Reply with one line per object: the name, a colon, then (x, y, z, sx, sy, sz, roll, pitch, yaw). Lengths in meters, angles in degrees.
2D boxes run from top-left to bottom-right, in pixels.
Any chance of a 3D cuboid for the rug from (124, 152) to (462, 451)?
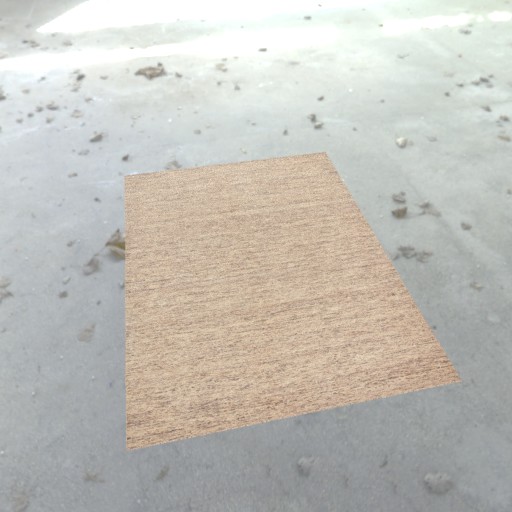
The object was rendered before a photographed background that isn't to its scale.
rug: (0.000, 0.000, 4.220, 2.448, 0.013, 3.205, -9, 46, -8)
